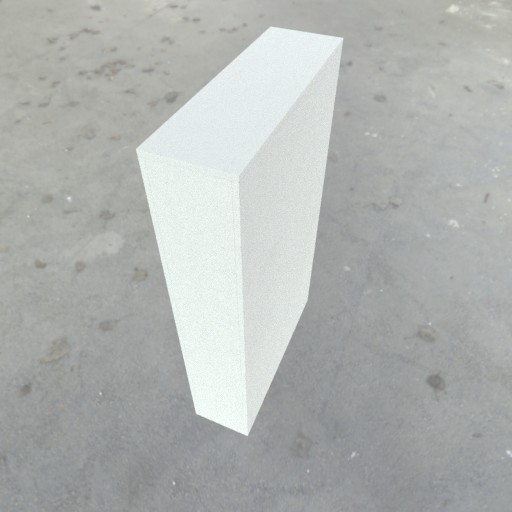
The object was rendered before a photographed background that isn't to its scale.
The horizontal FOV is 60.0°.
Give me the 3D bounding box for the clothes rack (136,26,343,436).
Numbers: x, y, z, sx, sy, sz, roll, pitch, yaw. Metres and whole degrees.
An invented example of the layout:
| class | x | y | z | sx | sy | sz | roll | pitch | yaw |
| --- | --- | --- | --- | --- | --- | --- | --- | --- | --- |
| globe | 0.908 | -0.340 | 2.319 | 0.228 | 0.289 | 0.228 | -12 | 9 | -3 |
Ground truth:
| class | x | y | z | sx | sy | sz | roll | pitch | yaw |
| --- | --- | --- | --- | --- | --- | --- | --- | --- | --- |
| clothes rack | 0.000 | 0.000 | 1.592 | 0.250 | 1.280 | 0.750 | 17 | 49 | 16 |
